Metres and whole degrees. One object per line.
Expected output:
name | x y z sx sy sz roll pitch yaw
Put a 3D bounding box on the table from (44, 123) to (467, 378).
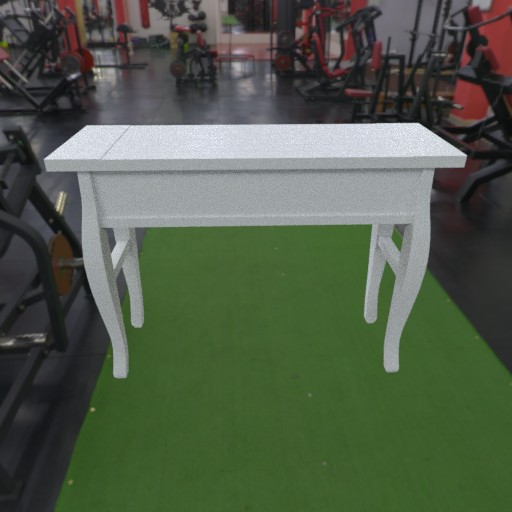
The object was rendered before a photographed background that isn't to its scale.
table | 0.000 0.000 1.454 1.062 0.768 0.373 -1 30 -2
